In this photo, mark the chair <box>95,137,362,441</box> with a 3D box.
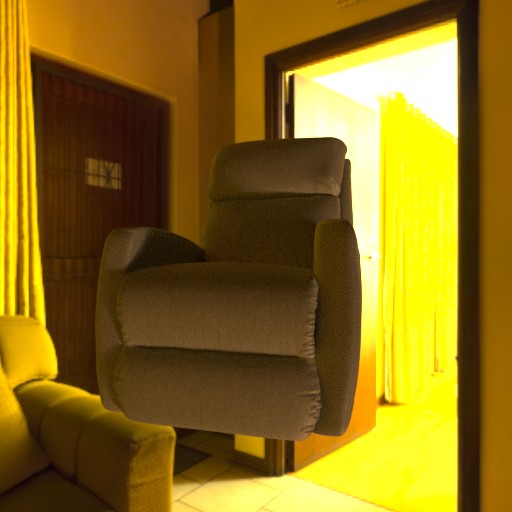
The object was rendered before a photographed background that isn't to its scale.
[{"bbox_3d":[0.000,0.000,1.630,0.794,1.016,0.940,0,0,17],"label":"chair"}]
